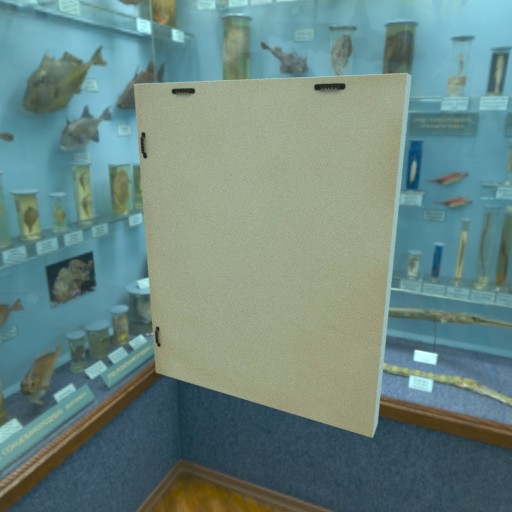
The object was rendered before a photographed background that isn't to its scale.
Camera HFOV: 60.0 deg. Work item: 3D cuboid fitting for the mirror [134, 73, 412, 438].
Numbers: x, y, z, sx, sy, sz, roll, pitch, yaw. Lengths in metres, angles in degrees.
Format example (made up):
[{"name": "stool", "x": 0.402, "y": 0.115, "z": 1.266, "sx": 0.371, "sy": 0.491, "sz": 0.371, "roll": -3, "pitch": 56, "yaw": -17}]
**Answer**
[{"name": "mirror", "x": 0.000, "y": 0.000, "z": 0.688, "sx": 0.406, "sy": 0.509, "sz": 0.041, "roll": 8, "pitch": 19, "yaw": 25}]
